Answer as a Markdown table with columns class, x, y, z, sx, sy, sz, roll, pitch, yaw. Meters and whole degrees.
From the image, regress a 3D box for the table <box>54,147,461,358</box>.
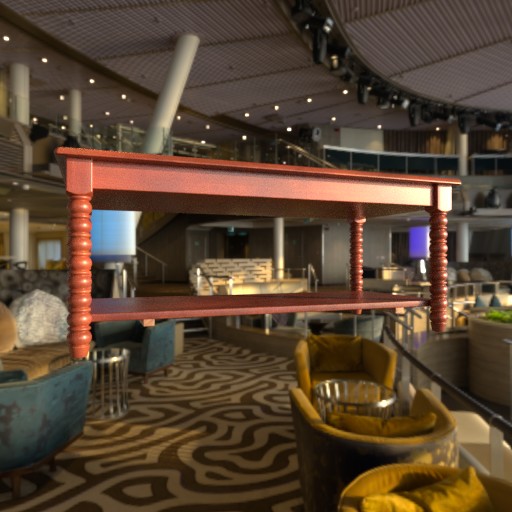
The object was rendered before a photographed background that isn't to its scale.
| class | x | y | z | sx | sy | sz | roll | pitch | yaw |
| --- | --- | --- | --- | --- | --- | --- | --- | --- | --- |
| table | 0.000 | 0.000 | 1.454 | 1.171 | 0.485 | 0.580 | 0 | 0 | -20 |
